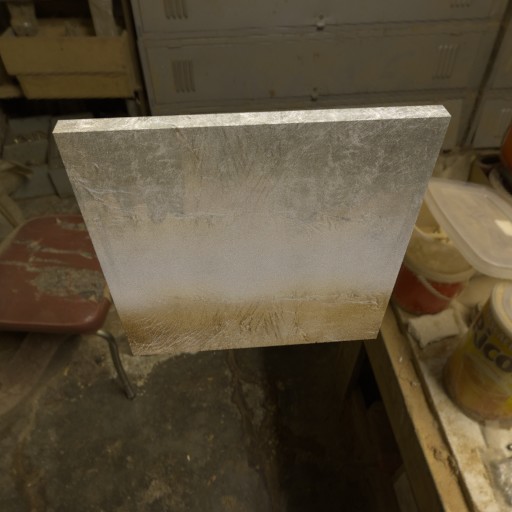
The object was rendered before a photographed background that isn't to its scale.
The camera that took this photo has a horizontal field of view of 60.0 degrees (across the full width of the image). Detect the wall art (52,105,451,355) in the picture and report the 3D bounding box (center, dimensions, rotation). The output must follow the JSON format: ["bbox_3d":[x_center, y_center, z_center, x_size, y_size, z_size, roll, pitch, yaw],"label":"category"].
[{"bbox_3d":[0.000,0.000,0.905,0.610,0.610,0.038,-3,46,-3],"label":"wall art"}]
